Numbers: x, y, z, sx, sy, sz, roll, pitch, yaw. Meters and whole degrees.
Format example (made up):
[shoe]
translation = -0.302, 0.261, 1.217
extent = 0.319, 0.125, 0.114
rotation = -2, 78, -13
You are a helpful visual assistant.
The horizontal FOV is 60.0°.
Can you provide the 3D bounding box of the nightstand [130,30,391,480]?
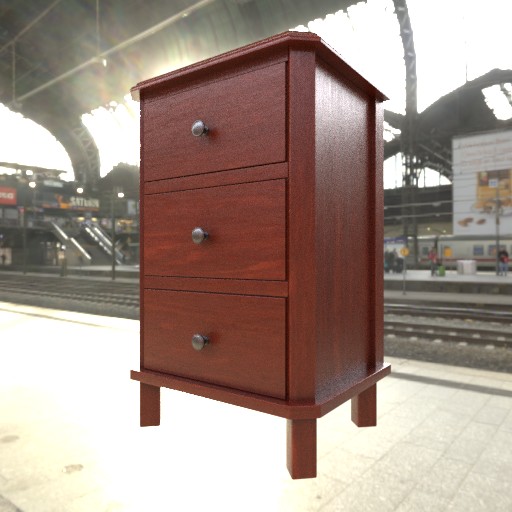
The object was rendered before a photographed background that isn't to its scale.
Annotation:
[nightstand]
translation = 0.000, 0.000, 0.899
extent = 0.435, 0.681, 0.351
rotation = 0, 0, 36
